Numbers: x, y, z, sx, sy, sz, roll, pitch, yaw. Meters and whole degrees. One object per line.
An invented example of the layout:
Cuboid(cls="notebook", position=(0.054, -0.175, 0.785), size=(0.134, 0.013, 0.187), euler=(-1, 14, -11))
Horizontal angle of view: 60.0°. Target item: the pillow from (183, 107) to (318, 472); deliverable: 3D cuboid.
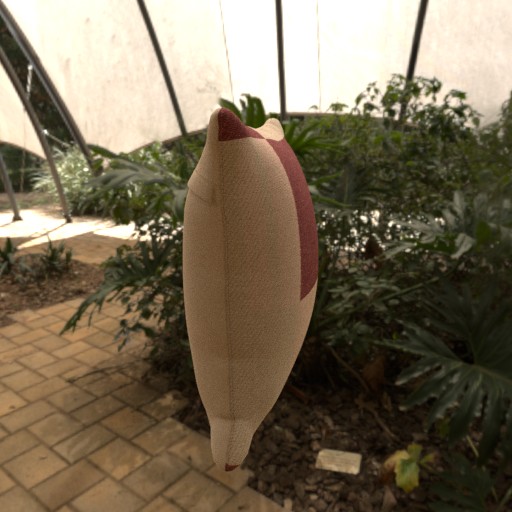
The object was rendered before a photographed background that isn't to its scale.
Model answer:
Cuboid(cls="pillow", position=(0.000, 0.000, 0.817), size=(0.229, 0.506, 0.536), euler=(2, 15, 9))
